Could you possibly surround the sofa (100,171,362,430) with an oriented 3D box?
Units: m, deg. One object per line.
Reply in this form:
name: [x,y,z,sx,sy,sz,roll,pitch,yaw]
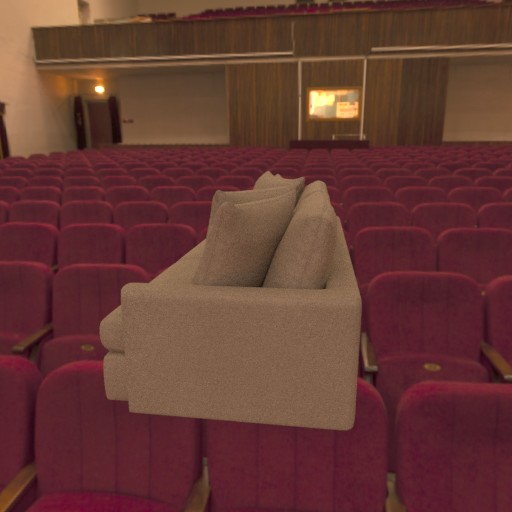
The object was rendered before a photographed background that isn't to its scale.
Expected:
sofa: [0.000,0.000,3.059,1.228,1.084,2.380,2,14,8]
